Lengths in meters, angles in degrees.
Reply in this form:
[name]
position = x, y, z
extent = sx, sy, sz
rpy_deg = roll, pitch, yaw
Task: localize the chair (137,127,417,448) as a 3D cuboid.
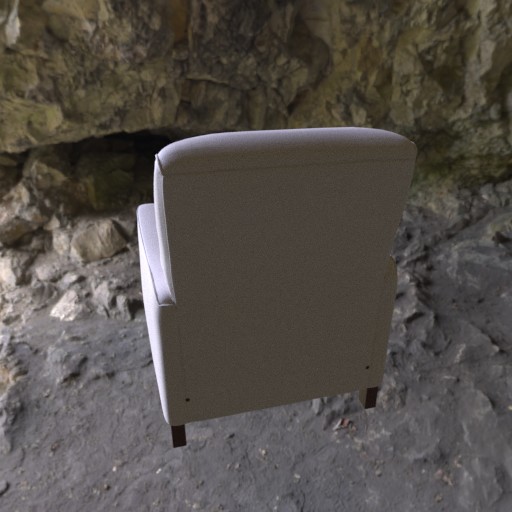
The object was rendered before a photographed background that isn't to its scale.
[chair]
position = 0.000, 0.000, 1.647
extent = 0.841, 1.028, 0.858
rpy_deg = -6, 26, -13
